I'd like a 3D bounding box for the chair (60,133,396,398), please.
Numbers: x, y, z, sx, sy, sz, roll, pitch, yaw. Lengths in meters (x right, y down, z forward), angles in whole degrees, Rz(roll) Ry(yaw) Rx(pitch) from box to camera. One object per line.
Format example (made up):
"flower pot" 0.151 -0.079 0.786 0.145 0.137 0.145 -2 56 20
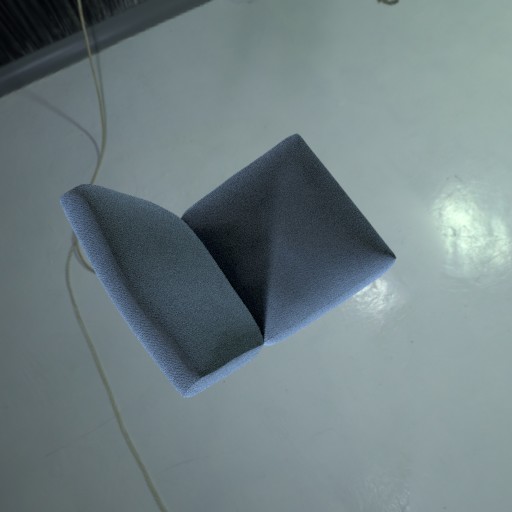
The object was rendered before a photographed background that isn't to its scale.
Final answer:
"chair" 0.000 0.000 1.230 0.629 0.882 0.487 -34 79 -8
